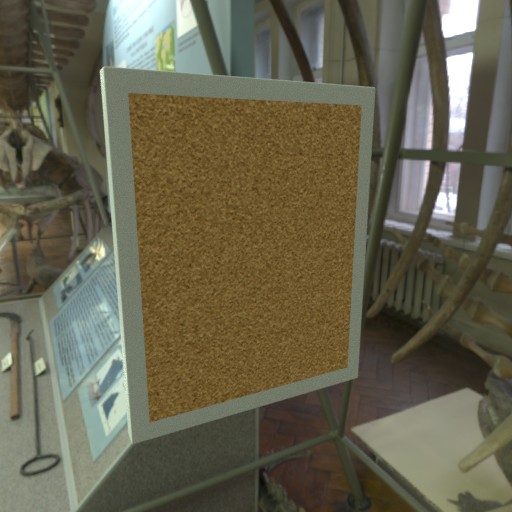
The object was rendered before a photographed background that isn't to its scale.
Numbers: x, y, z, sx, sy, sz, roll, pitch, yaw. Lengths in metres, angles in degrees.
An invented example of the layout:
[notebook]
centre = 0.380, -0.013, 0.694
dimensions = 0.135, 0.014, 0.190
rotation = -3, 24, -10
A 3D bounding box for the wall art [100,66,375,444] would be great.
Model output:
[wall art]
centre = 0.000, 0.000, 0.745
dimensions = 0.454, 0.556, 0.028
rotation = -7, 16, -27
